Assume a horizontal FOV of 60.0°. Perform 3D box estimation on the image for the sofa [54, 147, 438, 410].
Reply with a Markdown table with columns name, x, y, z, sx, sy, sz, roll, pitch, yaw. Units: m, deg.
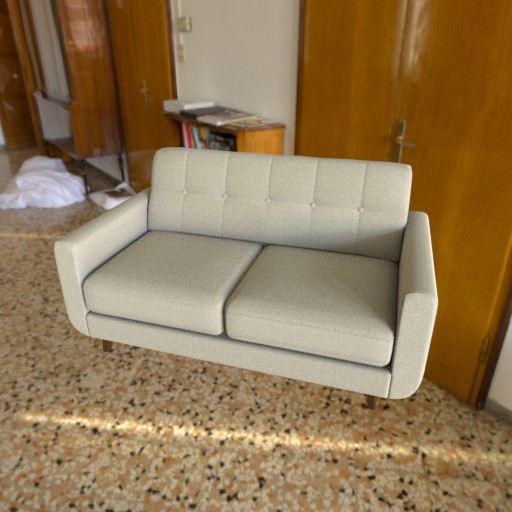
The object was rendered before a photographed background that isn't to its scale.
| name | x | y | z | sx | sy | sz | roll | pitch | yaw |
| --- | --- | --- | --- | --- | --- | --- | --- | --- | --- |
| sofa | 0.000 | 0.000 | 2.262 | 1.655 | 0.892 | 0.980 | 8 | 27 | 15 |
